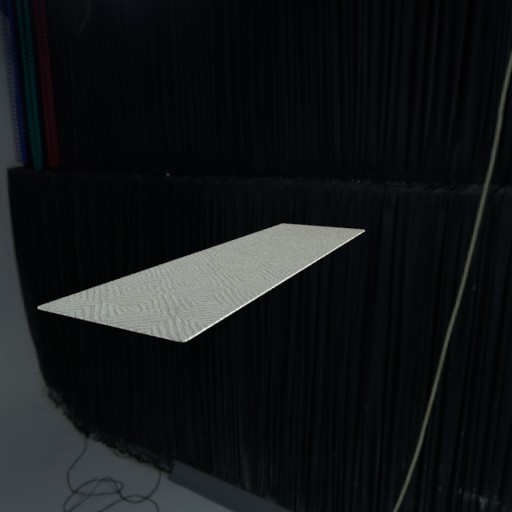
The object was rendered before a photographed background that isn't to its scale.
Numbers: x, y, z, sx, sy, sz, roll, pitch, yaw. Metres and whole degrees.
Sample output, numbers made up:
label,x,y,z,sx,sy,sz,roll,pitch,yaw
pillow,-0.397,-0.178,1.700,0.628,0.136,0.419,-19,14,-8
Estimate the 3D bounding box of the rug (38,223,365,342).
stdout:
label,x,y,z,sx,sy,sz,roll,pitch,yaw
rug,0.000,0.000,2.492,0.676,0.008,2.277,7,15,26
